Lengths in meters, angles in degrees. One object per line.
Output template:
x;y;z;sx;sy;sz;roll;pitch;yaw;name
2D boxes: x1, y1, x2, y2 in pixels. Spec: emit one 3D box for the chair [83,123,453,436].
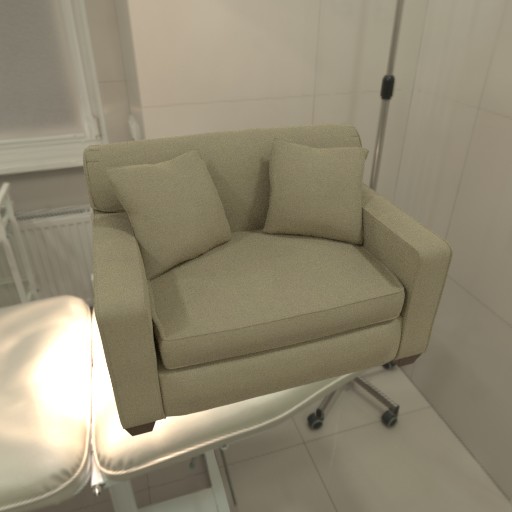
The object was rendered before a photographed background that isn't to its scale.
0.000;0.000;2.040;1.383;0.948;1.000;-10;32;-15;chair
